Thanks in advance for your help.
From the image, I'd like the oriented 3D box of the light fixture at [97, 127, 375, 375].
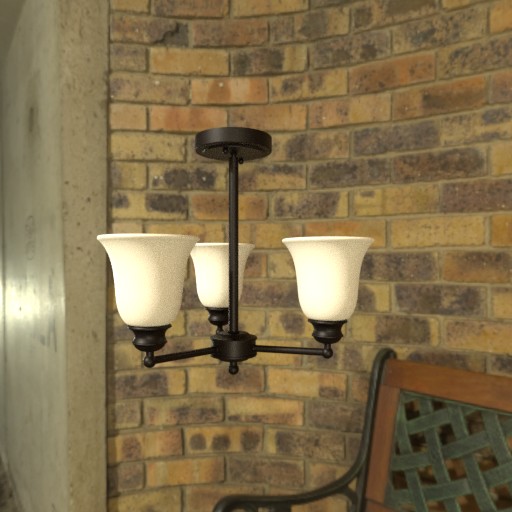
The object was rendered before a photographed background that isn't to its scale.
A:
[{"bbox_3d":[0.000,0.000,0.684,0.354,0.370,0.388,0,-1,17],"label":"light fixture"}]
